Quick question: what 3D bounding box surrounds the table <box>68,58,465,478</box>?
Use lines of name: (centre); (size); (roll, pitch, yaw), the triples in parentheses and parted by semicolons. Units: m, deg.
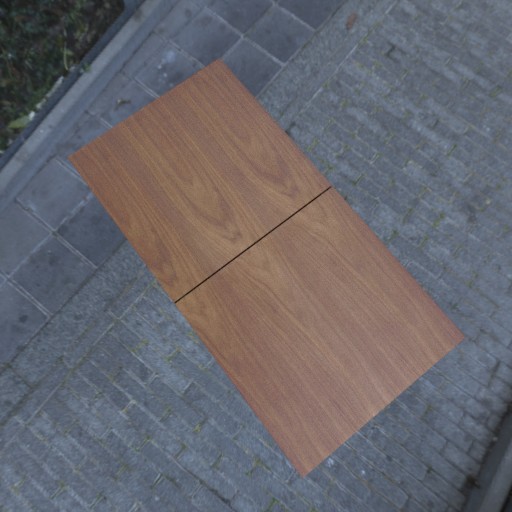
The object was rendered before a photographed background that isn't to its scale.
table: (0.000, 0.000, 1.512); (0.610, 0.330, 1.194); (-37, 78, -9)
